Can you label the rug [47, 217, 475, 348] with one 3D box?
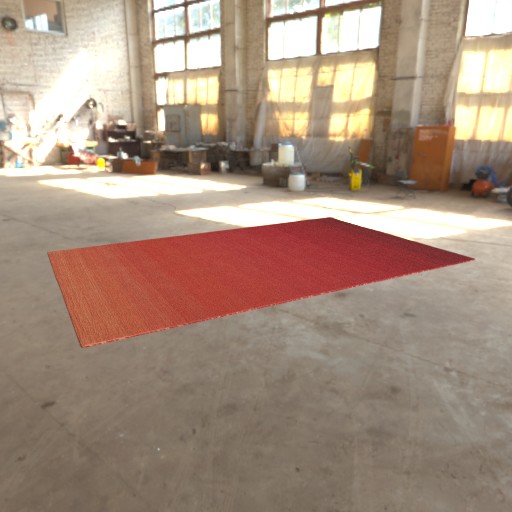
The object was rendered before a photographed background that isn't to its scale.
[{"bbox_3d":[0.000,0.000,2.973,2.442,0.010,1.531,-9,19,-28],"label":"rug"}]
